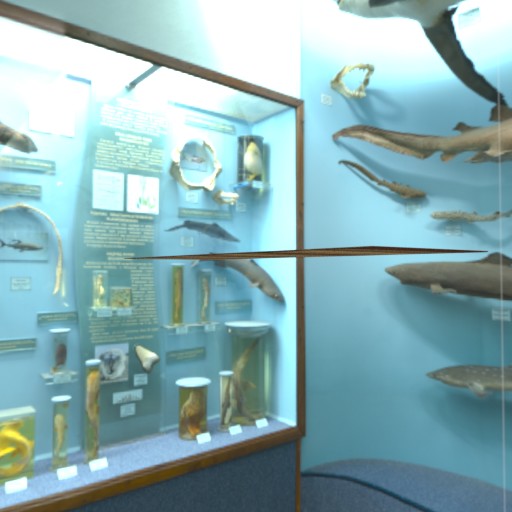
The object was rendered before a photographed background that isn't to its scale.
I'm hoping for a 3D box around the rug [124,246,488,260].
[{"bbox_3d":[0.000,0.000,2.730,0.792,0.006,2.437,1,-2,-36],"label":"rug"}]
